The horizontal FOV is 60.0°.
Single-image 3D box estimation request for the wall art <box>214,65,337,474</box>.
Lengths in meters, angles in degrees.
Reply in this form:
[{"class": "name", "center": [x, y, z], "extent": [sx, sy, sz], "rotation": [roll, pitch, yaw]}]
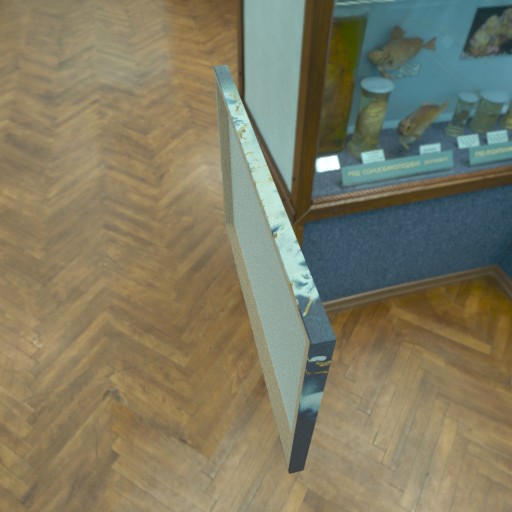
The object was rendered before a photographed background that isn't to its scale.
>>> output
[{"class": "wall art", "center": [0.000, 0.000, 1.168], "extent": [0.038, 0.608, 0.912], "rotation": [-9, 48, -8]}]
